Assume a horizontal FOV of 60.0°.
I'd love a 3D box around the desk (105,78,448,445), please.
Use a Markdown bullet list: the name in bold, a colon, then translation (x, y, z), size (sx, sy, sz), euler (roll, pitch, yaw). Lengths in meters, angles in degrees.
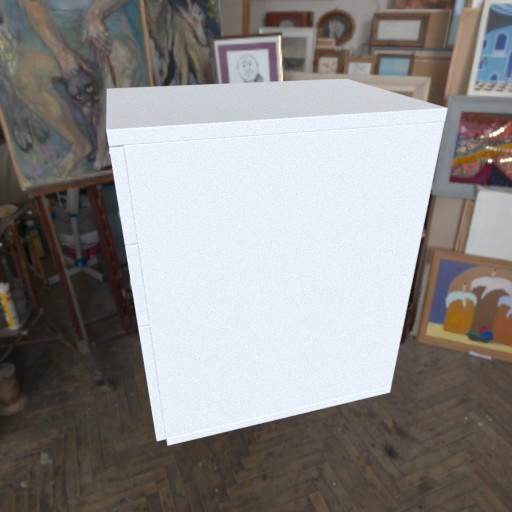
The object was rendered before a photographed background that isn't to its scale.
- **desk**: translation (0.000, 0.000, 1.069), size (0.600, 0.730, 0.404), euler (-8, 30, -14)
